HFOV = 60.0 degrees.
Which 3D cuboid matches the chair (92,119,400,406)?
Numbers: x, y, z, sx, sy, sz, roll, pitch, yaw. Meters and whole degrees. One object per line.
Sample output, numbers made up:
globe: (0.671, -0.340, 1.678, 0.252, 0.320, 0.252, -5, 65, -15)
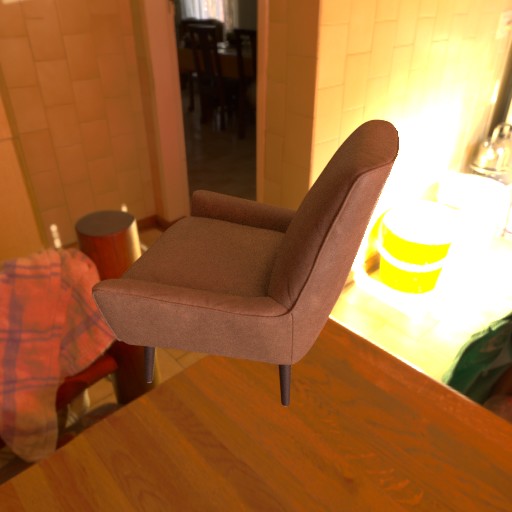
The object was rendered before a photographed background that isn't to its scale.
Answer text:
chair: (0.000, 0.000, 1.534, 0.824, 0.888, 0.787, 9, 32, 14)
